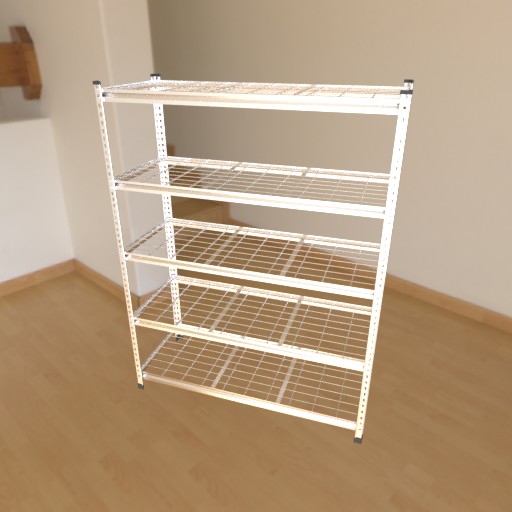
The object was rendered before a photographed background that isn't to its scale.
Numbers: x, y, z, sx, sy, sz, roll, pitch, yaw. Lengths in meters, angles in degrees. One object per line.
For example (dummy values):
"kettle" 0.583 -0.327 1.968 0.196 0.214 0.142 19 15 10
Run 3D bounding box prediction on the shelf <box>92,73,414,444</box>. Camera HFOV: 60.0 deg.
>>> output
"shelf" 0.000 0.000 2.682 1.524 1.981 0.610 8 27 16
